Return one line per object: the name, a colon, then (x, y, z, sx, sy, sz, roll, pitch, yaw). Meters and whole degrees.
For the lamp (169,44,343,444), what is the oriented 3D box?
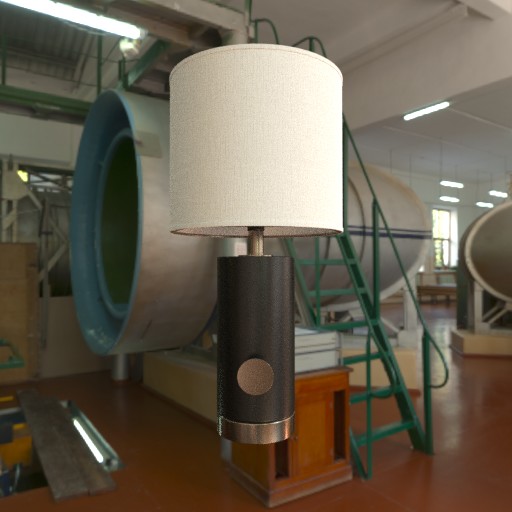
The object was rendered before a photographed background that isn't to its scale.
lamp: (0.000, 0.000, 0.623, 0.241, 0.482, 0.240, 0, -1, 1)
